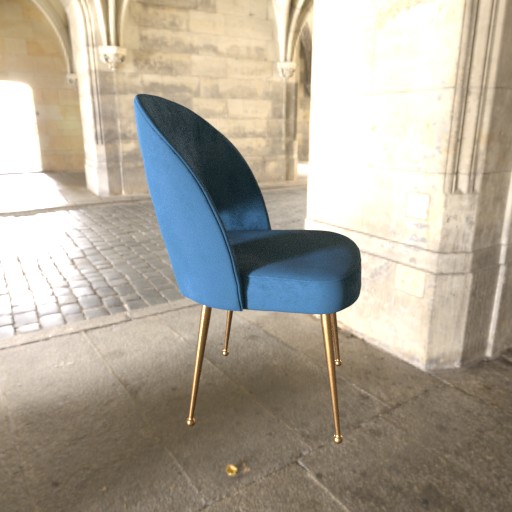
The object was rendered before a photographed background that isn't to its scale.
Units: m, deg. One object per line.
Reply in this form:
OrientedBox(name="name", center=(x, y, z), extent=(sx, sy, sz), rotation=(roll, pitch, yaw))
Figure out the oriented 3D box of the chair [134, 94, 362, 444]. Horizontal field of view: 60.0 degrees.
OrientedBox(name="chair", center=(0.000, 0.000, 1.247), extent=(0.577, 0.860, 0.527), rotation=(3, 16, 10))
